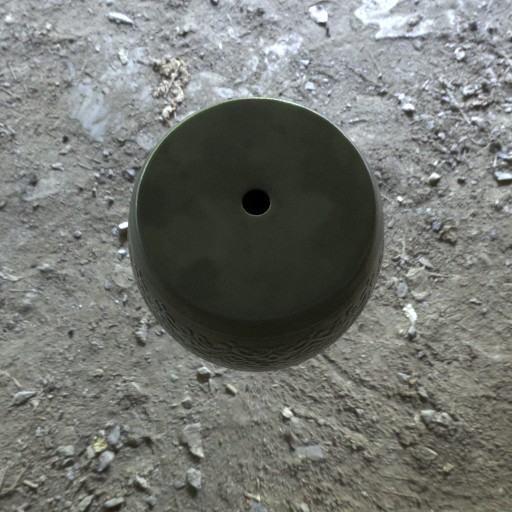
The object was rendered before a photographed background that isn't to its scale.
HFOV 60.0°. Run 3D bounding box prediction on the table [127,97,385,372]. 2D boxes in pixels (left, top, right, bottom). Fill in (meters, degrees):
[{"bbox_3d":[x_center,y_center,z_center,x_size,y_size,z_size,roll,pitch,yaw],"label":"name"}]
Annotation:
[{"bbox_3d":[0.000,0.000,0.609,0.309,0.397,0.309,0,75,0],"label":"table"}]
